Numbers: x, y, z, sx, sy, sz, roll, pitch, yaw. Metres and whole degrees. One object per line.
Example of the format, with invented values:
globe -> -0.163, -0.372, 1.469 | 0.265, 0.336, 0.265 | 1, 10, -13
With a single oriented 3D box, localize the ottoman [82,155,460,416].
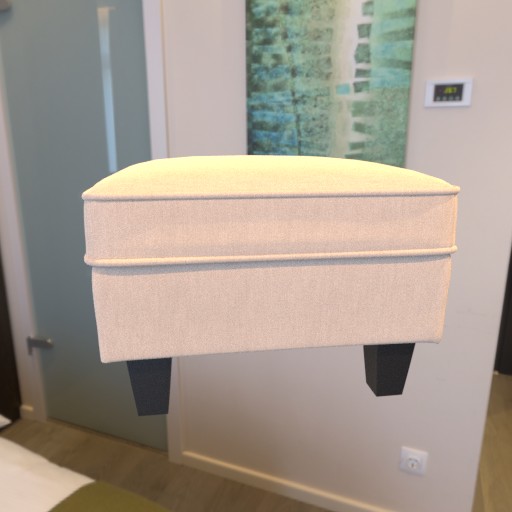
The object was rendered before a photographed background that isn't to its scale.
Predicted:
ottoman -> 0.000, 0.000, 0.996 | 0.616, 0.438, 0.613 | -2, 14, -8
